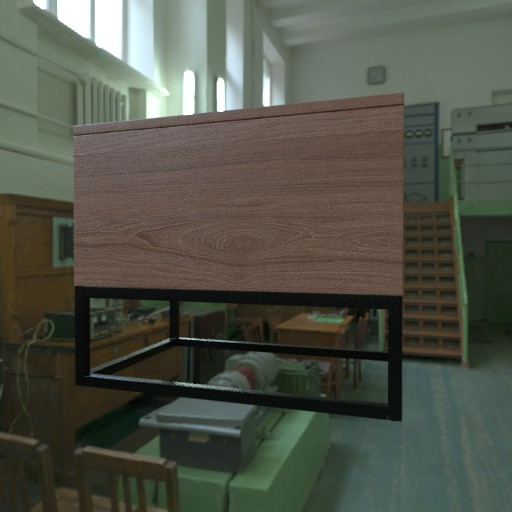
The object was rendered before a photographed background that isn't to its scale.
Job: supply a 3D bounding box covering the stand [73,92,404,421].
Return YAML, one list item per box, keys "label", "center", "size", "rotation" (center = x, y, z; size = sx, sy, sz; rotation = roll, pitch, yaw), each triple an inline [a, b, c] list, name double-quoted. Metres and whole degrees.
- label: "stand"
  center: [0.000, 0.000, 0.959]
  size: [0.600, 0.500, 0.420]
  rotation: [0, 1, 18]
